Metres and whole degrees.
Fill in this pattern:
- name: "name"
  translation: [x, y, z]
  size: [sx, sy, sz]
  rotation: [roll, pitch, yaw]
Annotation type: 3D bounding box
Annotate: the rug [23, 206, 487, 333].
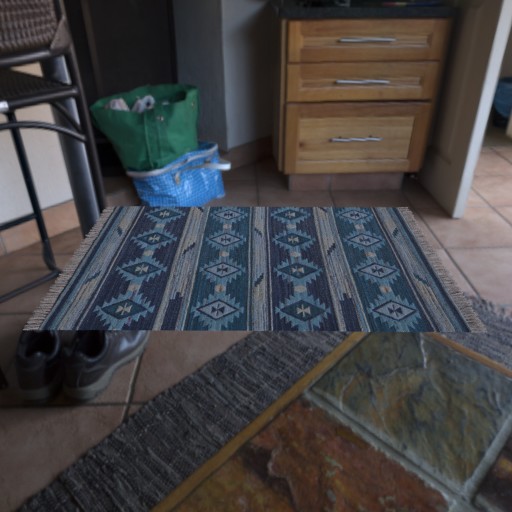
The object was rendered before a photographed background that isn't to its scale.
- name: "rug"
  translation: [0.000, 0.000, 2.325]
  size: [1.936, 0.028, 1.181]
  rotation: [0, 32, 0]
